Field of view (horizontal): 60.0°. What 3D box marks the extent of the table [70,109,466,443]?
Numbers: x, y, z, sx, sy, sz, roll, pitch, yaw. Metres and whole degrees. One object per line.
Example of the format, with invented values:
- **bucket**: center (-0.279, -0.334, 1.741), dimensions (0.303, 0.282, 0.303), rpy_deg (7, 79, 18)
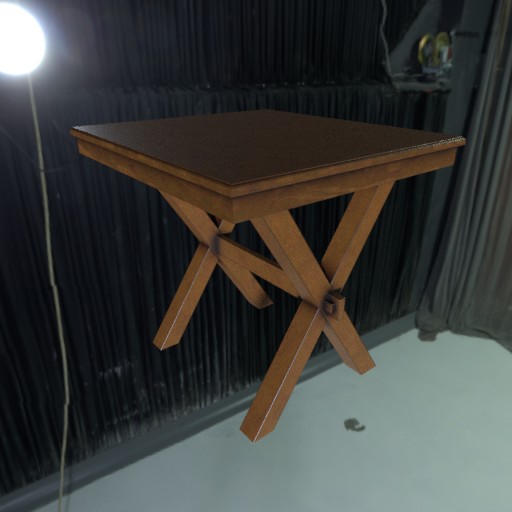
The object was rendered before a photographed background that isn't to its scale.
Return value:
- **table**: center (0.000, 0.000, 1.027), dimensions (0.560, 0.562, 0.602), rpy_deg (-18, 30, -35)
